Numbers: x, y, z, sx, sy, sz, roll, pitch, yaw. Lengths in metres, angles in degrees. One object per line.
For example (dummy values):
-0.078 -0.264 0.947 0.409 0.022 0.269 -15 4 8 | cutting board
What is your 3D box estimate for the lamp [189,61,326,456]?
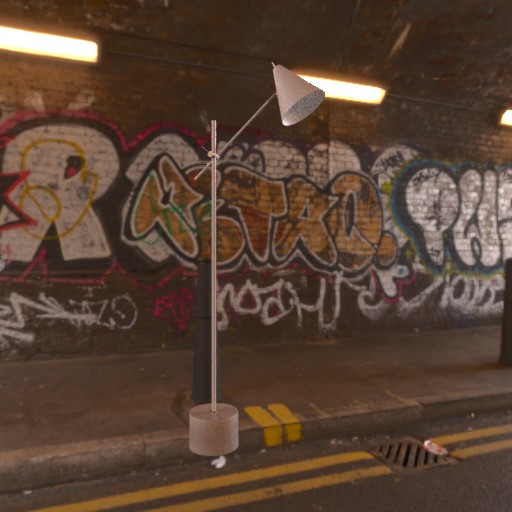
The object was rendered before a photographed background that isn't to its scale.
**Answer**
0.000 0.000 1.641 0.508 1.430 0.223 0 0 18 | lamp
